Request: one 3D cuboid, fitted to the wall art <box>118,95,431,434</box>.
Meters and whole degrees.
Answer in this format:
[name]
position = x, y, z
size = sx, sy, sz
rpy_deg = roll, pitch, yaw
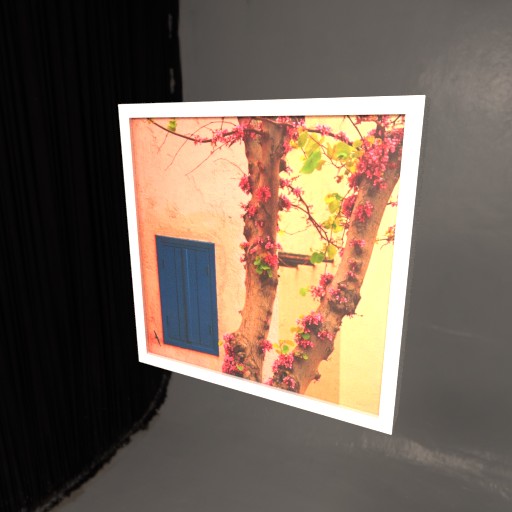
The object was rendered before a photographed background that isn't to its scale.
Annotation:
[wall art]
position = 0.000, 0.000, 0.458
size = 0.305, 0.302, 0.038
rpy_deg = 8, 18, 26
